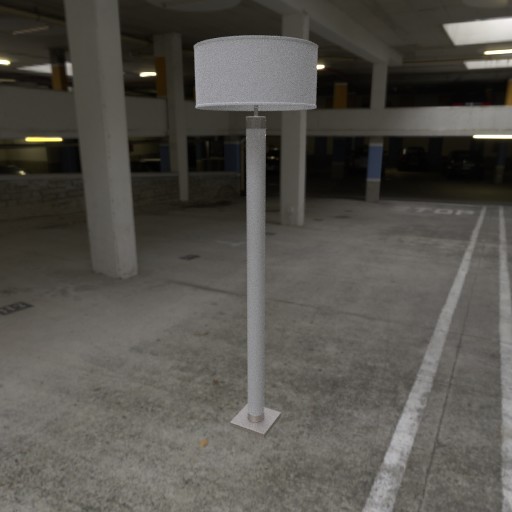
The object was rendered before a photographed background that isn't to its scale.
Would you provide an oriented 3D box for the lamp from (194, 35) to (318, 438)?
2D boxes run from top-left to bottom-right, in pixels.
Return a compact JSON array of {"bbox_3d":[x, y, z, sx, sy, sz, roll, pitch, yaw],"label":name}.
[{"bbox_3d":[0.000,0.000,1.696,0.420,1.475,0.420,8,18,27],"label":"lamp"}]
